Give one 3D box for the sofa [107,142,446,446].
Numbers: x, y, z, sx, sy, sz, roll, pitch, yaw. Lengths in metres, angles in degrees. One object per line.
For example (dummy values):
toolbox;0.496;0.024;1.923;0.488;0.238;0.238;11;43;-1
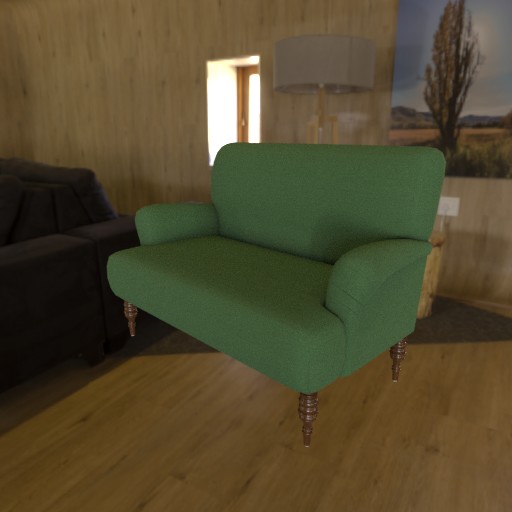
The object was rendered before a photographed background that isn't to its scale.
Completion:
sofa;0.000;0.000;1.836;0.779;0.889;1.297;-15;21;-42
